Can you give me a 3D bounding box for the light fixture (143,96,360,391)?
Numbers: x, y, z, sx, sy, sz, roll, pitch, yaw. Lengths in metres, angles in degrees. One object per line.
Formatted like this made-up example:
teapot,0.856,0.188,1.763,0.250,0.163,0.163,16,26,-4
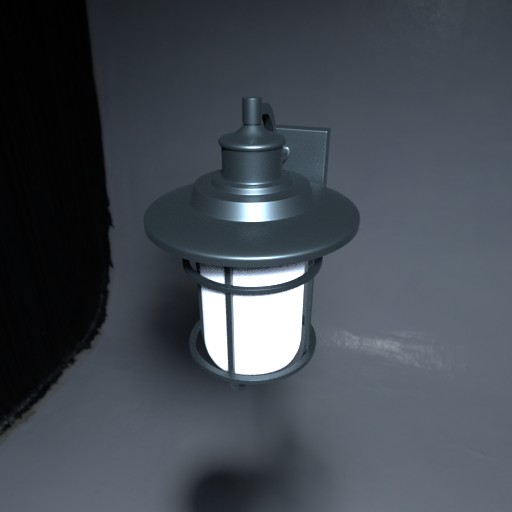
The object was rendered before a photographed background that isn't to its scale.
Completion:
light fixture,0.000,0.000,0.503,0.222,0.345,0.252,9,28,17
